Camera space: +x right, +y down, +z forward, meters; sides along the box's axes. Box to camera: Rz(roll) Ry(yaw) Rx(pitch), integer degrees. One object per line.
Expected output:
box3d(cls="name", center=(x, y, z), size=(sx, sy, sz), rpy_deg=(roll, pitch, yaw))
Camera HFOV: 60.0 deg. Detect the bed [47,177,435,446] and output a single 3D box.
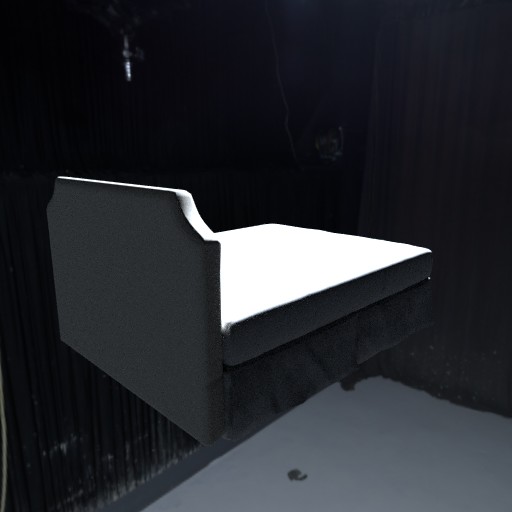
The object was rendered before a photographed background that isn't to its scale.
box3d(cls="bed", center=(0.000, 0.000, 3.527), size=(2.498, 1.293, 1.977), rpy_deg=(-13, 19, -43))
